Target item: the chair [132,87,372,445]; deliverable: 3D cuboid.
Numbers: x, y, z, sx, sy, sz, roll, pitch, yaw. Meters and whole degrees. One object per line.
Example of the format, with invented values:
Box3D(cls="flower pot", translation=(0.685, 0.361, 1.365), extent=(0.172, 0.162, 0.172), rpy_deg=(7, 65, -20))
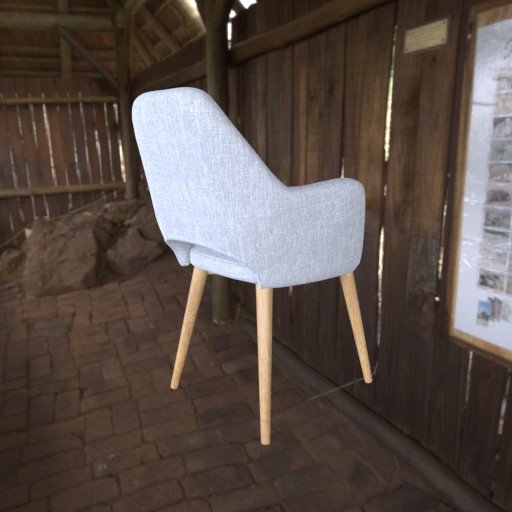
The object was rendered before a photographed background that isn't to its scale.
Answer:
Box3D(cls="chair", translation=(0.000, 0.000, 1.251), extent=(0.590, 0.840, 0.610), rpy_deg=(13, 19, 42))
